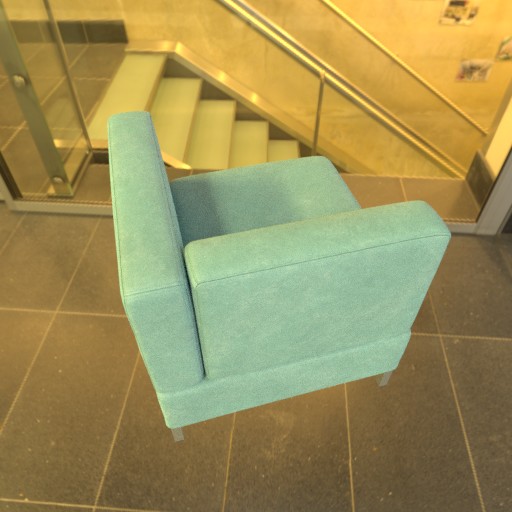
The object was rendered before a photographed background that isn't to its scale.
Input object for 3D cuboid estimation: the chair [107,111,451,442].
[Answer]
[{"bbox_3d":[0.000,0.000,1.254,0.680,0.660,0.680,-11,48,-11],"label":"chair"}]
